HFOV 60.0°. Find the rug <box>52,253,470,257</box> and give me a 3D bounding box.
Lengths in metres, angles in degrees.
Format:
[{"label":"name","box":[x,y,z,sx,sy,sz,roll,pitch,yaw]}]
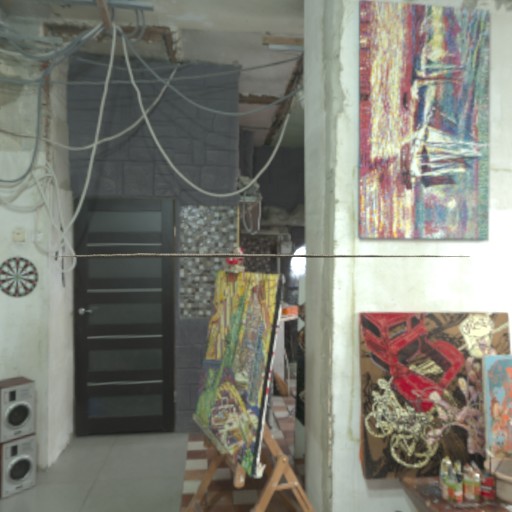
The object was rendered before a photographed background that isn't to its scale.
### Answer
[{"label":"rug","box":[0.000,0.000,4.122,3.061,0.022,2.468,0,0,-36]}]
